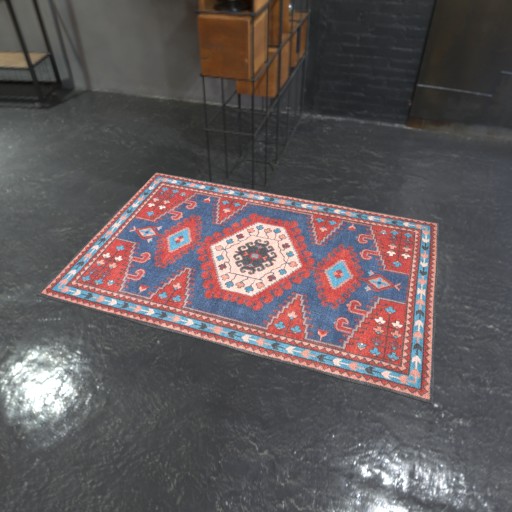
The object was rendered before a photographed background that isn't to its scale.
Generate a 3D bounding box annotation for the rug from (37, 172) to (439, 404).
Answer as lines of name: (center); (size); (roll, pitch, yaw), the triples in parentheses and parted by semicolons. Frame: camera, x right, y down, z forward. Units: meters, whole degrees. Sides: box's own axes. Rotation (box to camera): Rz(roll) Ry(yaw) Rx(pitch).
rug: (0.000, 0.000, 2.333); (1.820, 0.012, 1.207); (12, 43, 14)
